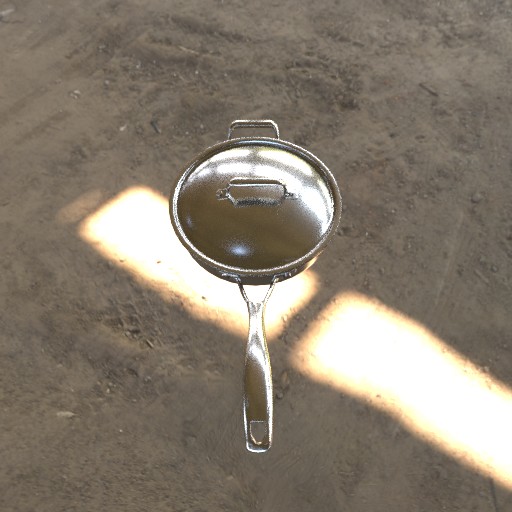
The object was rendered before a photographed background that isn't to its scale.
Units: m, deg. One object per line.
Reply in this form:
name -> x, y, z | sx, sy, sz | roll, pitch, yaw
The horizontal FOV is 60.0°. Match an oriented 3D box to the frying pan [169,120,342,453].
frying pan -> 0.000, 0.000, 0.673 | 0.280, 0.114, 0.561 | -1, 59, 0
